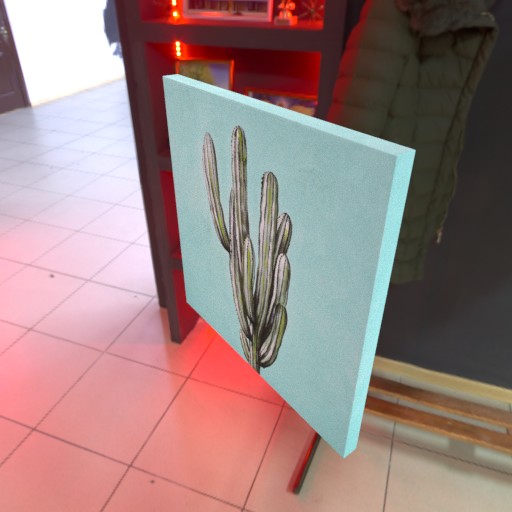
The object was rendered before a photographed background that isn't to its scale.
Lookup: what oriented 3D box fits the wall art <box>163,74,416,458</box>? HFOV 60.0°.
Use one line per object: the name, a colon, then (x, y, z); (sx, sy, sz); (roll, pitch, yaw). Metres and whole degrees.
wall art: (0.000, 0.000, 0.899); (0.036, 0.603, 0.603); (-22, 39, -31)
